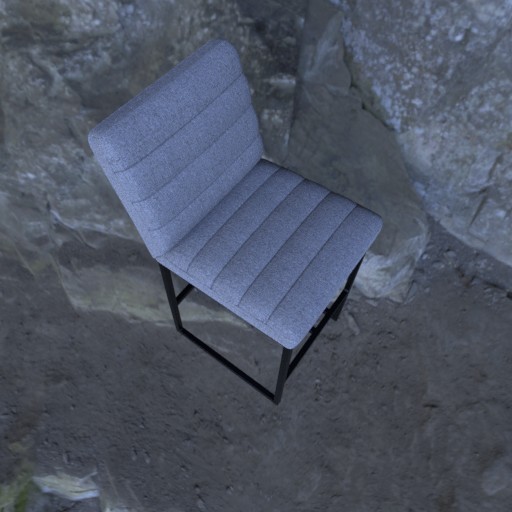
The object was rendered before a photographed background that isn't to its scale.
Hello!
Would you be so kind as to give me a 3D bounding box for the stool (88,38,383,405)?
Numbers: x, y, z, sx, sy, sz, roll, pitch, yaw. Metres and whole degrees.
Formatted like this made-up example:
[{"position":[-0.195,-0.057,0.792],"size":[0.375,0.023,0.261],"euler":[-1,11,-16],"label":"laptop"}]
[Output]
[{"position":[0.000,0.000,1.366],"size":[0.571,1.034,0.459],"euler":[32,64,18],"label":"stool"}]
